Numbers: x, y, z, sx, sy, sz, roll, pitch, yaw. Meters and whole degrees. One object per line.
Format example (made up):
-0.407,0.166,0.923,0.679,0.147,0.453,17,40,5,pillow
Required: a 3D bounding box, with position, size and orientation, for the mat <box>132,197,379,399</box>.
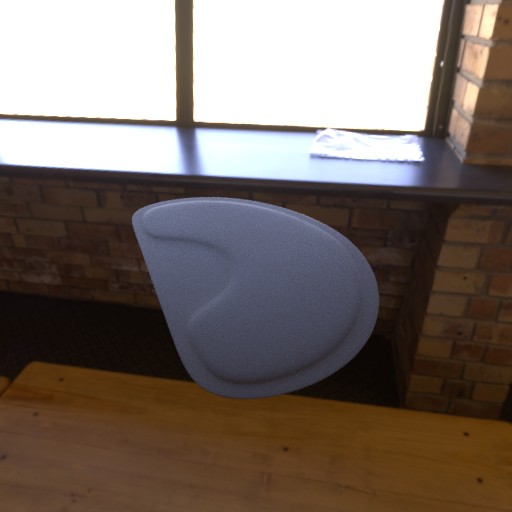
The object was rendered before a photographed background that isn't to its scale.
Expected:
0.000,0.000,1.930,0.913,0.013,1.524,-11,31,-19,mat
